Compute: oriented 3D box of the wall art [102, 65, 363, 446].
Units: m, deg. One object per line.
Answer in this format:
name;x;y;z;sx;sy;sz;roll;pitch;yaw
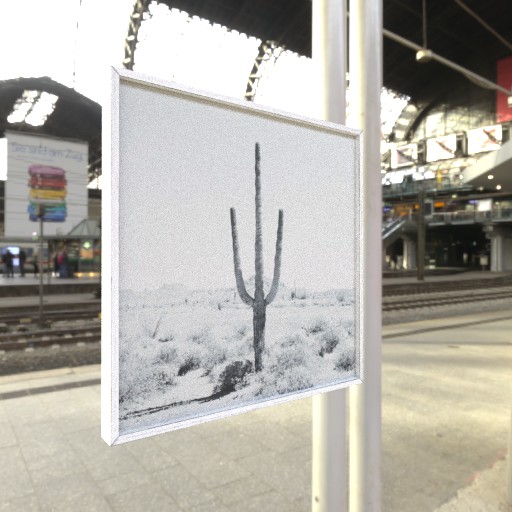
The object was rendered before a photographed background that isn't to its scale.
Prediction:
wall art;0.000;0.000;0.756;0.508;0.508;0.038;0;0;-36
